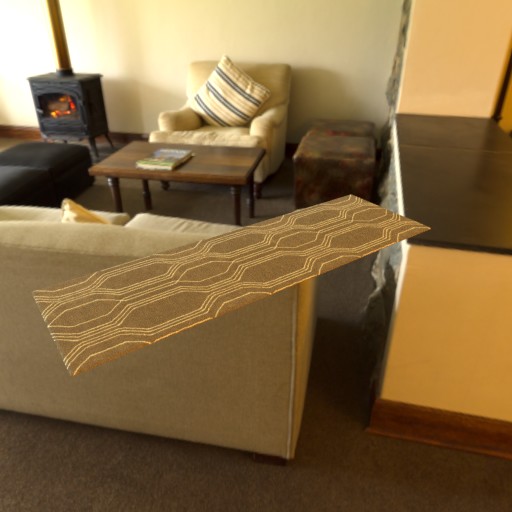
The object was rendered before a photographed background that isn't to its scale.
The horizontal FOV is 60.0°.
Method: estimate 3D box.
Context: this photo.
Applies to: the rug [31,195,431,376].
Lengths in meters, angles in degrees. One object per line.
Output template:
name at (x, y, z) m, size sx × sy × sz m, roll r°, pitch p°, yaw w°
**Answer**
rug at (0.000, 0.000, 2.766) m, size 2.464 × 0.012 × 0.773 m, roll -19°, pitch 35°, yaw -30°
